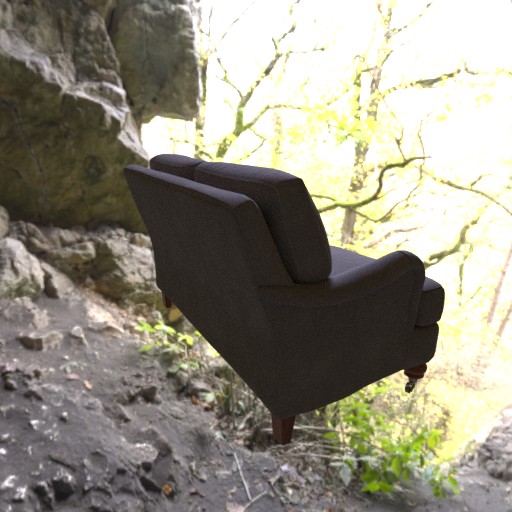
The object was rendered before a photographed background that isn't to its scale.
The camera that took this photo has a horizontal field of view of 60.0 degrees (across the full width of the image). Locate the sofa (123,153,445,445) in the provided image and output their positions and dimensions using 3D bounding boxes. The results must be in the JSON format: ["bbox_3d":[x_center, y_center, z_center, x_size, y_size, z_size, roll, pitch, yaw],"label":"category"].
[{"bbox_3d":[0.000,0.000,2.552,1.084,1.101,1.853,-8,18,-26],"label":"sofa"}]
